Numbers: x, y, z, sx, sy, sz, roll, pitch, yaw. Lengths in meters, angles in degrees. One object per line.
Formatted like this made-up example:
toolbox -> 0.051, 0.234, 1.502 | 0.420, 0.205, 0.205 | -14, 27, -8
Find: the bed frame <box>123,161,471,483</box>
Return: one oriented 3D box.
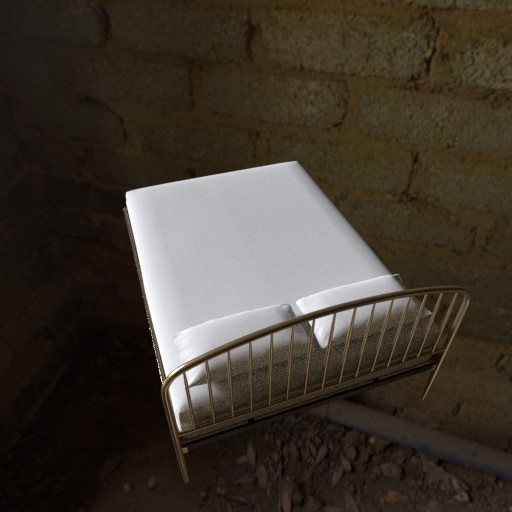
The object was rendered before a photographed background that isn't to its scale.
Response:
bed frame -> 0.000, 0.000, 3.070 | 1.612, 1.175, 2.152 | -13, 43, -14
